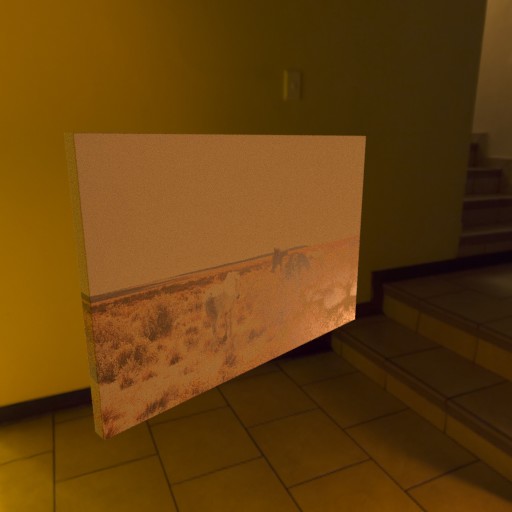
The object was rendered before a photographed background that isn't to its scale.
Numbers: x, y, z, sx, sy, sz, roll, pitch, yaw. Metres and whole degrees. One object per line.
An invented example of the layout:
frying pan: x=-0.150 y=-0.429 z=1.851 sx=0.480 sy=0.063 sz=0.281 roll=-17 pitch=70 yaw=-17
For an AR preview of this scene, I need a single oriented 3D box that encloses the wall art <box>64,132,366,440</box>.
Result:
wall art: x=0.000 y=0.000 z=1.443 sx=1.138 sy=0.761 sz=0.051 roll=-14 pitch=20 yaw=-42
